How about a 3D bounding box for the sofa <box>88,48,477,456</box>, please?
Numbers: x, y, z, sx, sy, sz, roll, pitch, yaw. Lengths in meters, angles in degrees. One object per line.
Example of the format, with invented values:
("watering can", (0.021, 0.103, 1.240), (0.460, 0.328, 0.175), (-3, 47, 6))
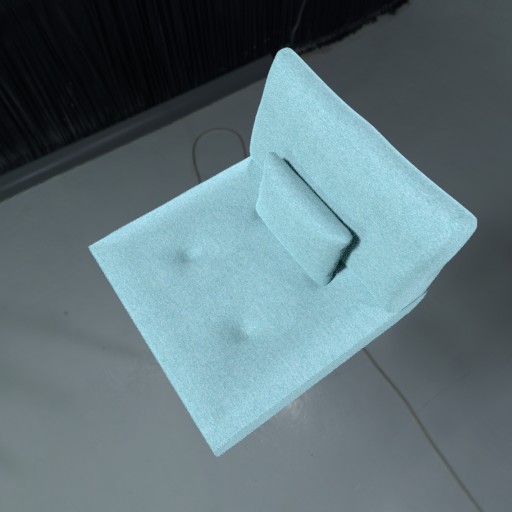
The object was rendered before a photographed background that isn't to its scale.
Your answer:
("sofa", (0.000, 0.000, 1.647), (1.000, 0.820, 0.930), (-32, 68, -15))
